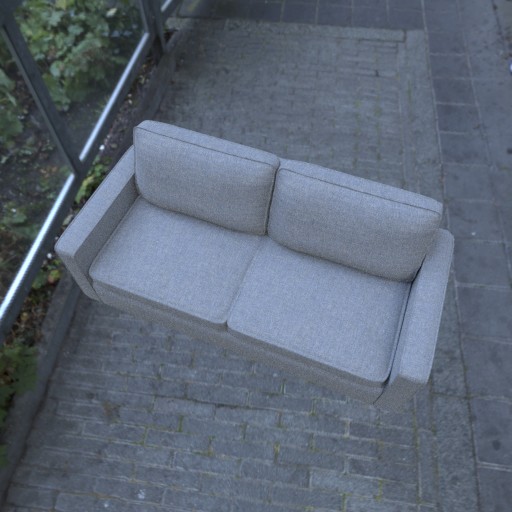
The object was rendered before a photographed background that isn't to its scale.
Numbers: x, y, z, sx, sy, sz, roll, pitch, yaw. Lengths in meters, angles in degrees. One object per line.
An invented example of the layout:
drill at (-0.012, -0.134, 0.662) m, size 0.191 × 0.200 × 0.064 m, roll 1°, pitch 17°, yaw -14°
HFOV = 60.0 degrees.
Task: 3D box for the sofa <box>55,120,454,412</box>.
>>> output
sofa at (0.000, 0.000, 2.585) m, size 2.078 × 0.918 × 0.945 m, roll 18°, pitch 59°, yaw 11°
